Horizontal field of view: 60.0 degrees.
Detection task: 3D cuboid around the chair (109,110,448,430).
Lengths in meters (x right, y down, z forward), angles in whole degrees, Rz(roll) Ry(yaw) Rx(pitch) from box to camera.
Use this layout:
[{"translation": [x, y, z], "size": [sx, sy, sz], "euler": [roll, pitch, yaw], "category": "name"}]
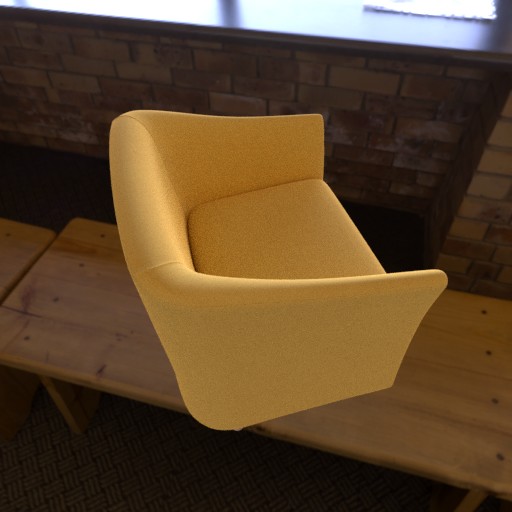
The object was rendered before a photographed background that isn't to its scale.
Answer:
[{"translation": [0.000, 0.000, 1.343], "size": [0.700, 0.720, 0.790], "euler": [-12, 47, -11], "category": "chair"}]
